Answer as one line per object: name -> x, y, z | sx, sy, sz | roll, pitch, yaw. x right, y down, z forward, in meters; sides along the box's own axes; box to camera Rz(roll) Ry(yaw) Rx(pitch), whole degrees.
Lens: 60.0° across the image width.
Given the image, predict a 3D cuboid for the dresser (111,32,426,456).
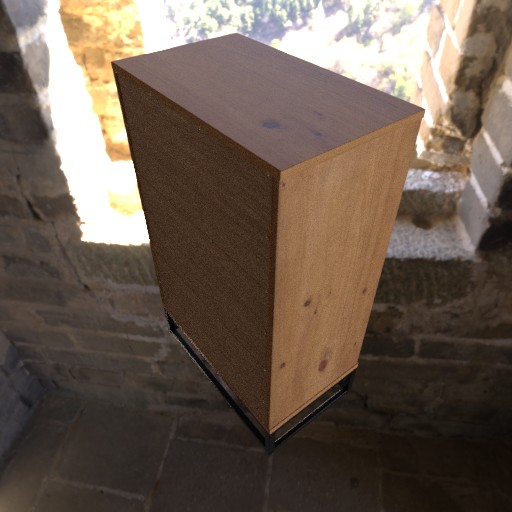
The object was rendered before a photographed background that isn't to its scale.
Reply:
dresser -> 0.000, 0.000, 1.582 | 0.479, 1.240, 0.761 | -28, 49, -27
